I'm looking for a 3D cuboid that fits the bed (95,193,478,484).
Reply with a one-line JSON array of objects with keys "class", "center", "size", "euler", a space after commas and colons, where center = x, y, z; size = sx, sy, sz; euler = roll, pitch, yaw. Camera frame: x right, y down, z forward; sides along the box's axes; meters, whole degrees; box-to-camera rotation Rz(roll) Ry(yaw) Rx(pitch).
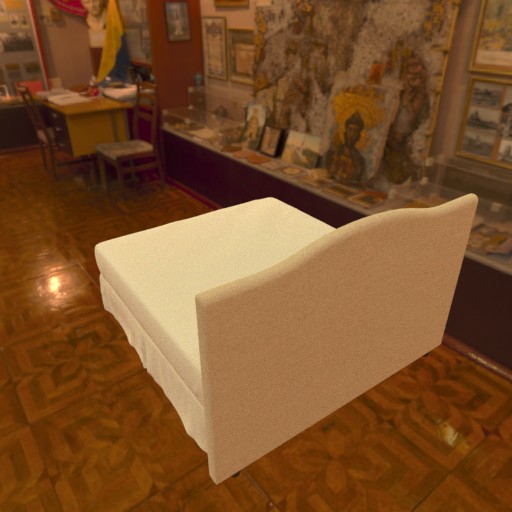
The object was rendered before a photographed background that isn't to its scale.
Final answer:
[{"class": "bed", "center": [0.000, 0.000, 3.463], "size": [2.083, 1.421, 2.182], "euler": [-19, 34, -30]}]
